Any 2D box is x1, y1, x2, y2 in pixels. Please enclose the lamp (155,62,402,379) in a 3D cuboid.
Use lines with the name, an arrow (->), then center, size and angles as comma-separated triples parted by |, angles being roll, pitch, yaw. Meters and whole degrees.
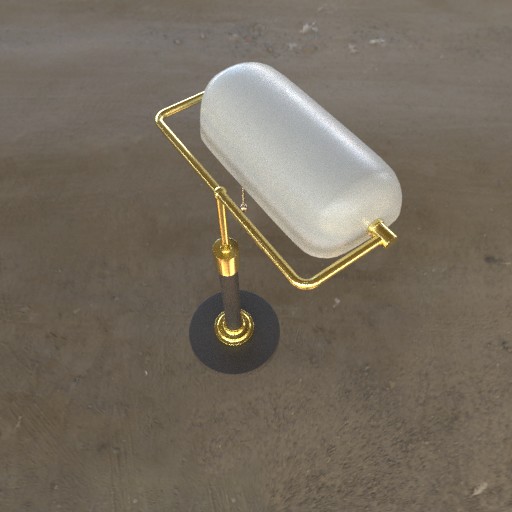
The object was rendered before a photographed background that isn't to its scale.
lamp -> 0.000, 0.000, 0.556 | 0.227, 0.404, 0.269 | -31, 63, -18
